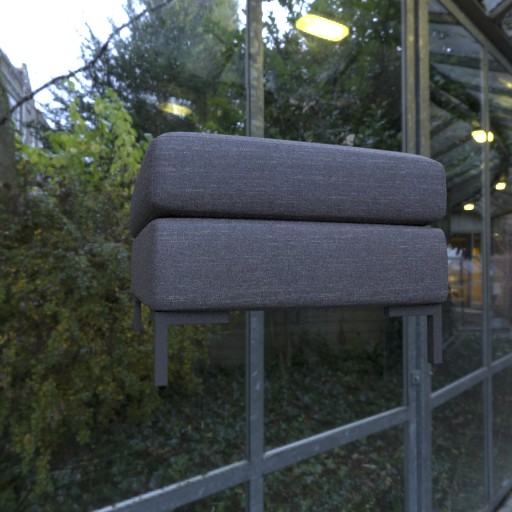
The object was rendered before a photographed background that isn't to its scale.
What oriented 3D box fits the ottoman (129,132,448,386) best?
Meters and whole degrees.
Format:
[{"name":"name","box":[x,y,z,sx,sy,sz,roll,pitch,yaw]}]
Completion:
[{"name":"ottoman","box":[0.000,0.000,1.251,0.671,0.490,0.820,1,-2,-18]}]
